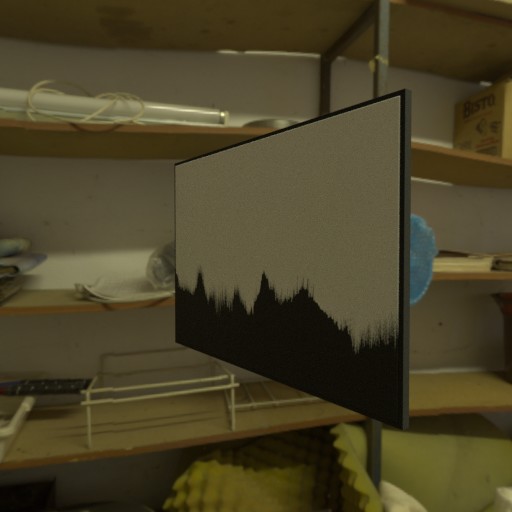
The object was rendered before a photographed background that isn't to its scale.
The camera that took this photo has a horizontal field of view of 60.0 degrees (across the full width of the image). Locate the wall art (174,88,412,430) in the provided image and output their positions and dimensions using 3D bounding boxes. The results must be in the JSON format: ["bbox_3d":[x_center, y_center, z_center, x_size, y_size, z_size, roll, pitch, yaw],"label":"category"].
[{"bbox_3d":[0.000,0.000,1.524,0.028,0.805,1.190,-1,2,-37],"label":"wall art"}]
